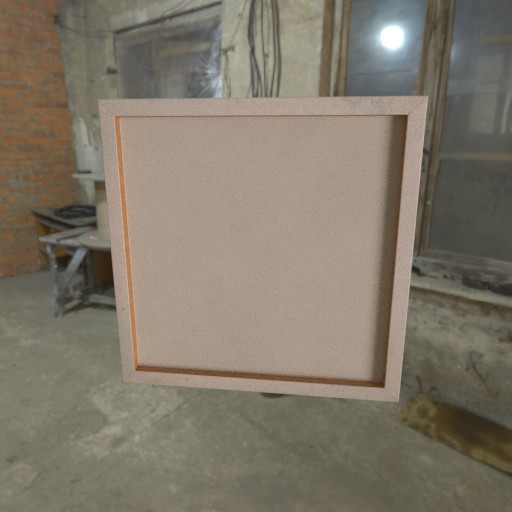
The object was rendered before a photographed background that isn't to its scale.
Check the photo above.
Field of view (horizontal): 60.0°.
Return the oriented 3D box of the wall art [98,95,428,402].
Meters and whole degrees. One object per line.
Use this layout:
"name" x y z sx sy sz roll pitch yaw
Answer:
"wall art" 0.000 0.000 1.132 0.762 0.762 0.038 2 15 7
